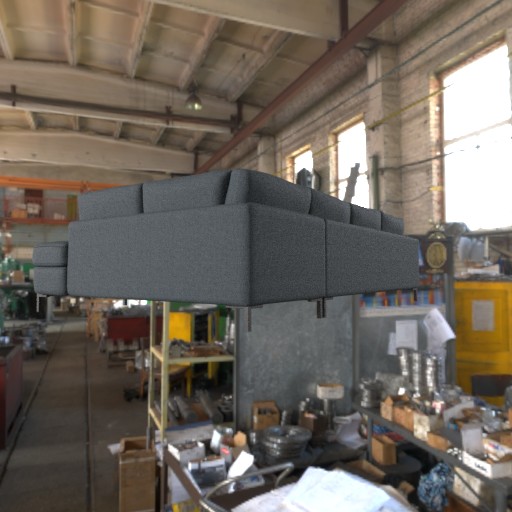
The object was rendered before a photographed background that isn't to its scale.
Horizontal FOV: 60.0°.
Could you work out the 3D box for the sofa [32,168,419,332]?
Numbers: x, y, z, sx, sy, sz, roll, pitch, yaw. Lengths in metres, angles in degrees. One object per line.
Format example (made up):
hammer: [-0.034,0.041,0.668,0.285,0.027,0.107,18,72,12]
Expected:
sofa: [0.000,0.000,3.873,1.984,0.858,2.975,-1,-3,35]
